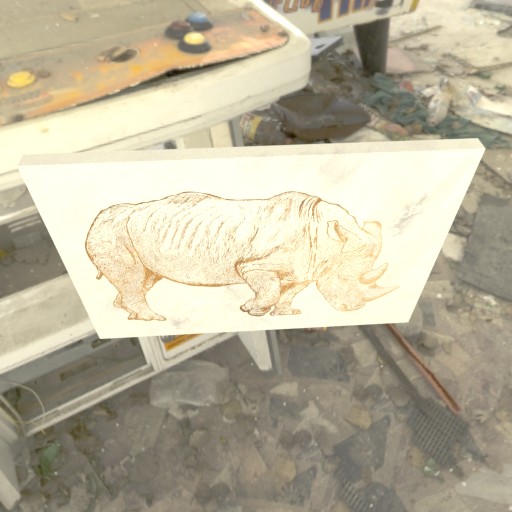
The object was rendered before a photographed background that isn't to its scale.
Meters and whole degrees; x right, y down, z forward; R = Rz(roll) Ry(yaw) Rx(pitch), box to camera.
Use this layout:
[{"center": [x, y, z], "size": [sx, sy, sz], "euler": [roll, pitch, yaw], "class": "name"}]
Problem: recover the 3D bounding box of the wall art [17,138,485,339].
[{"center": [0.000, 0.000, 1.102], "size": [0.915, 0.610, 0.038], "euler": [-3, 47, -2], "class": "wall art"}]
